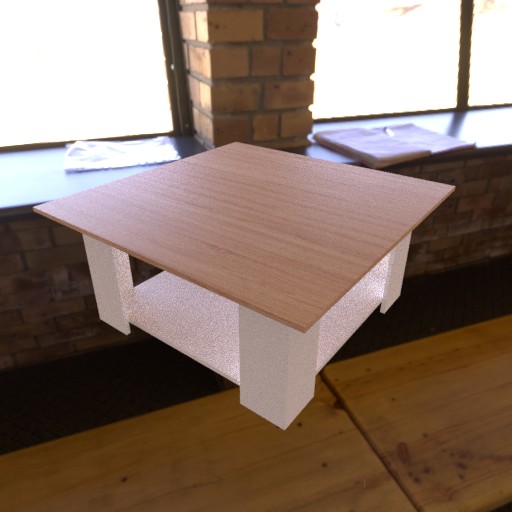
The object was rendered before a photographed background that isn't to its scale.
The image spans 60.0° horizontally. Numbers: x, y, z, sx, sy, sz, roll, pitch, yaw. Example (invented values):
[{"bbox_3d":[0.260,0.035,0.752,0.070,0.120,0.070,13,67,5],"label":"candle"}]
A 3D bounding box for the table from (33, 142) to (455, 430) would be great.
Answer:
[{"bbox_3d":[0.000,0.000,1.060,0.670,0.305,0.670,20,35,32],"label":"table"}]
